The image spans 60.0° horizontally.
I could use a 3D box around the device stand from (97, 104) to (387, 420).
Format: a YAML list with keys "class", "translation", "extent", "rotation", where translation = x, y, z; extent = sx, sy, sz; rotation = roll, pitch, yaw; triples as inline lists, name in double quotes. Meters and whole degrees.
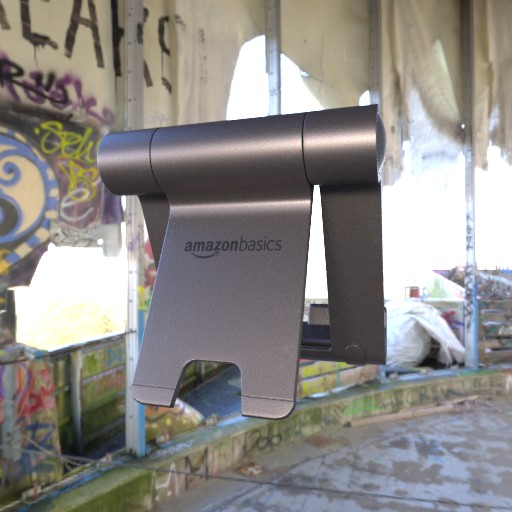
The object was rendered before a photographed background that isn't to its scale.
- class: "device stand"
  translation: [0.000, 0.000, 0.154]
  extent: [0.088, 0.084, 0.079]
  rotation: [0, -1, 19]
